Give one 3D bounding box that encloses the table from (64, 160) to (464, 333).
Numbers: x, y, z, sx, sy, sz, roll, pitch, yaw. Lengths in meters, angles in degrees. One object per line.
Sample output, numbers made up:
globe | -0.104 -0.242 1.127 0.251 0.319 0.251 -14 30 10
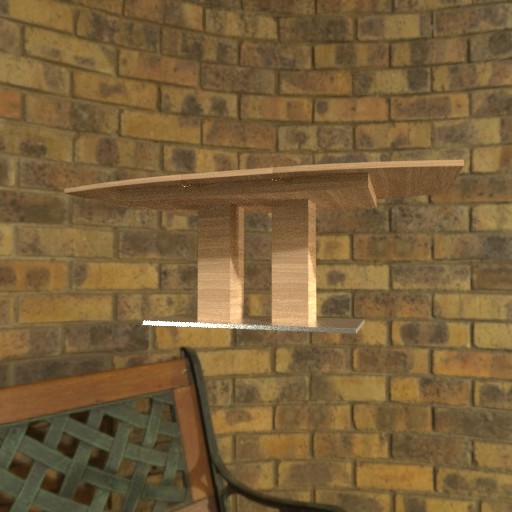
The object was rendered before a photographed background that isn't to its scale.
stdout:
table | 0.000 0.000 2.457 2.032 0.750 0.900 -1 -2 18
